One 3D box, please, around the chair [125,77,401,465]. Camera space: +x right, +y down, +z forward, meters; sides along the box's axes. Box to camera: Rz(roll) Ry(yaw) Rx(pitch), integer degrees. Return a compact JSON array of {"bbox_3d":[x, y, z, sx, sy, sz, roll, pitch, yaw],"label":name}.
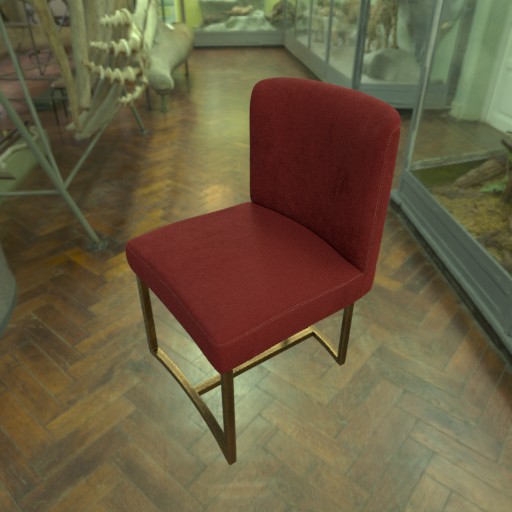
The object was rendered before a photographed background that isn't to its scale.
[{"bbox_3d":[0.000,0.000,1.204,0.560,0.824,0.530,-21,38,-29],"label":"chair"}]
